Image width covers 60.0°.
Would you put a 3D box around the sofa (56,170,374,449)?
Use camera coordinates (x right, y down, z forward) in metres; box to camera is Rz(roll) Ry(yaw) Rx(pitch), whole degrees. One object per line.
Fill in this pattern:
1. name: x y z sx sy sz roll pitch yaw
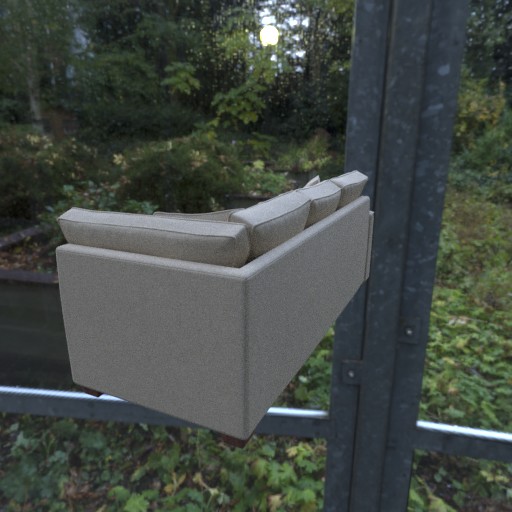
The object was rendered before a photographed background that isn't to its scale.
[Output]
1. sofa: 0.000 0.000 2.888 1.061 0.962 2.317 8 18 24
